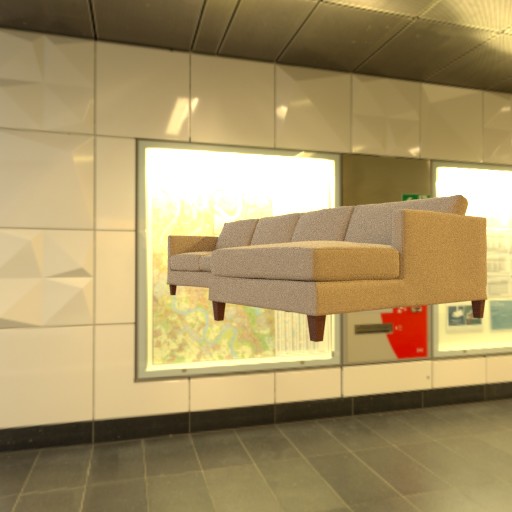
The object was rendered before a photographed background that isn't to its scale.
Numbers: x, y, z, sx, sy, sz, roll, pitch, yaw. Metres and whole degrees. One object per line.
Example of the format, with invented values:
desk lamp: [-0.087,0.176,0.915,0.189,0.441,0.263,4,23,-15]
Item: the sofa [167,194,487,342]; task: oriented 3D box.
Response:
sofa: [0.000,0.000,3.832,1.625,0.861,3.186,0,-1,-36]
